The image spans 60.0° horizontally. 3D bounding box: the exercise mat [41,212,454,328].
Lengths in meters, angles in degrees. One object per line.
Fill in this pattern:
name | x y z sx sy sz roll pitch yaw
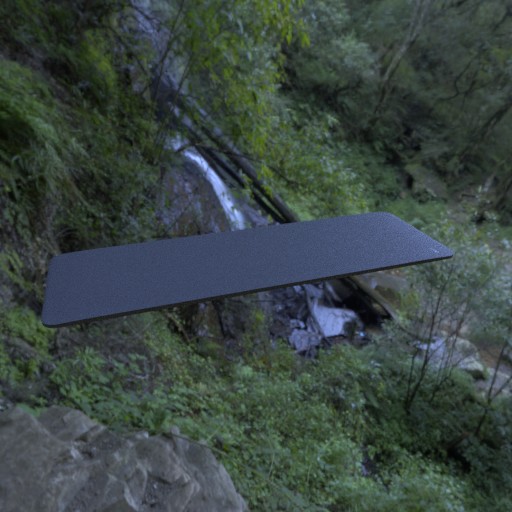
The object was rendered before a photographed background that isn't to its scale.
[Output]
exercise mat | 0.000 0.000 2.145 1.884 0.021 0.616 -9 28 -17
